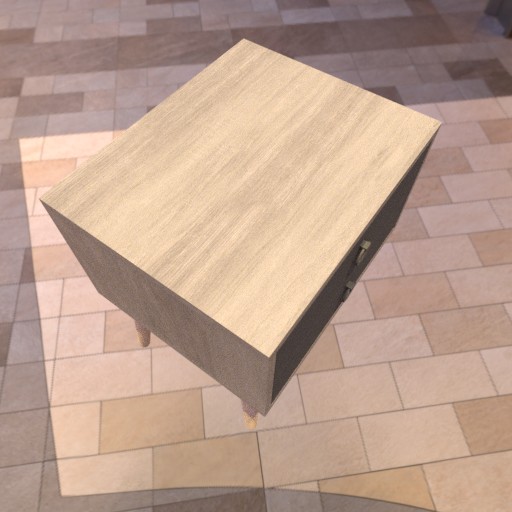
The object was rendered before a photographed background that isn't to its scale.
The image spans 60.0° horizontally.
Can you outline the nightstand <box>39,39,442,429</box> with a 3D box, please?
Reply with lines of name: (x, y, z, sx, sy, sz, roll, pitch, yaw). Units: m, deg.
nightstand: (0.000, 0.000, 0.830, 0.380, 0.500, 0.450, 31, 62, 19)
